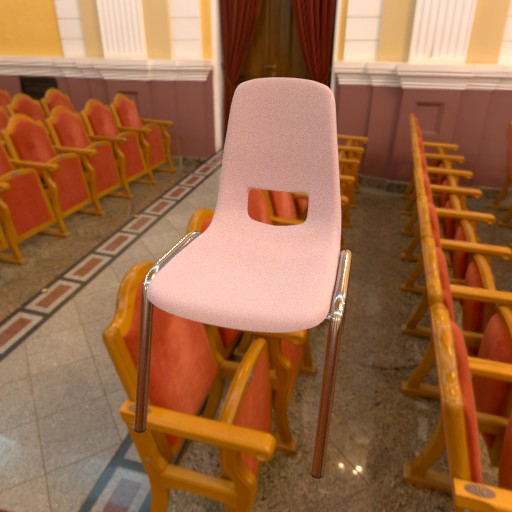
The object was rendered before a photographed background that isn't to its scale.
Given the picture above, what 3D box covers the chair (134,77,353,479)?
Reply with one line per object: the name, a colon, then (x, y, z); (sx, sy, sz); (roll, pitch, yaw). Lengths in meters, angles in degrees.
chair: (0.000, 0.000, 0.826); (0.354, 0.586, 0.423); (8, 28, 15)
